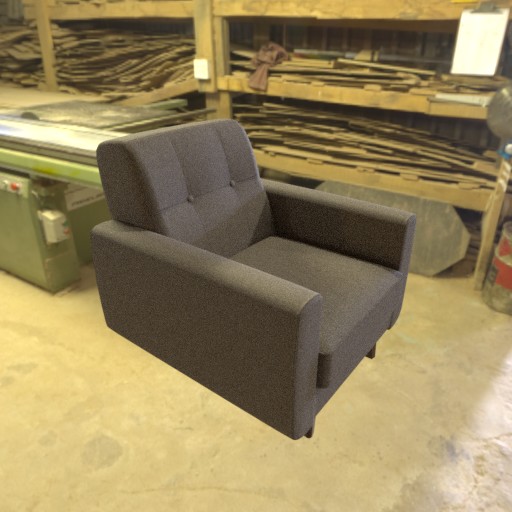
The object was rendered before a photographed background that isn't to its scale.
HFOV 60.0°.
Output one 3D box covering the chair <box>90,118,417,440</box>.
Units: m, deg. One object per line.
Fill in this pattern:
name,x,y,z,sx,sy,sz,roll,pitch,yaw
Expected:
chair,0.000,0.000,1.595,0.907,0.839,0.831,18,31,33
